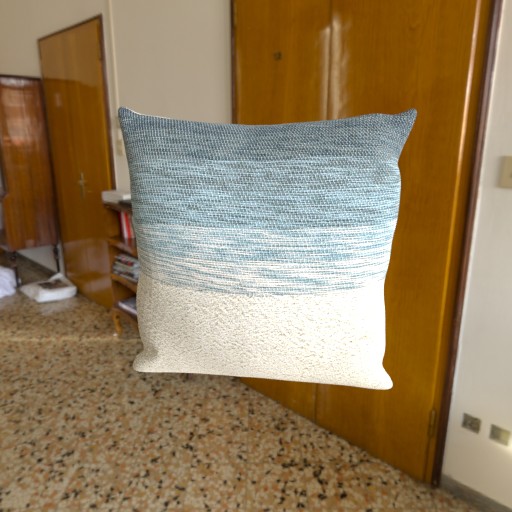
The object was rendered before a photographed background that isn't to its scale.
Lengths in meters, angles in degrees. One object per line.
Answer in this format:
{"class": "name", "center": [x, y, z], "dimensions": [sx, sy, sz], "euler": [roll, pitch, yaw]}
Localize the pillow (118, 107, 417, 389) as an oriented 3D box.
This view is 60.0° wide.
{"class": "pillow", "center": [0.000, 0.000, 0.682], "dimensions": [0.440, 0.441, 0.182], "euler": [2, 15, 9]}
